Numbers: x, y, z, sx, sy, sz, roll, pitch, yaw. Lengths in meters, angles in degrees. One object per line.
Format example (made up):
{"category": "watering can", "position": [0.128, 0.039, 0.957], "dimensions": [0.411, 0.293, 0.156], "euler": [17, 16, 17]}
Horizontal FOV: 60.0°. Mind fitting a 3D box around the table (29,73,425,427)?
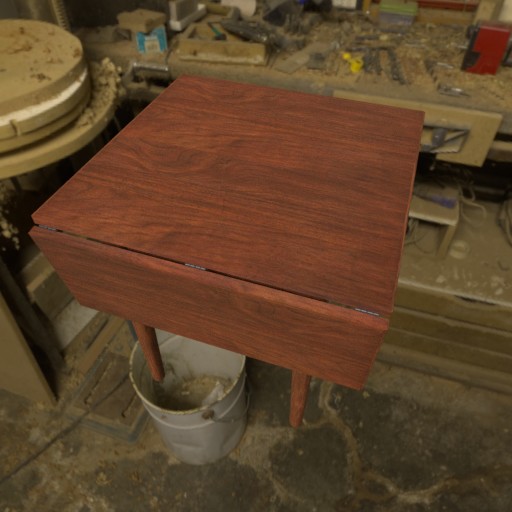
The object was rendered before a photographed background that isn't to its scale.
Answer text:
{"category": "table", "position": [0.000, 0.000, 1.445], "dimensions": [0.812, 0.763, 0.843], "euler": [14, 48, 13]}
